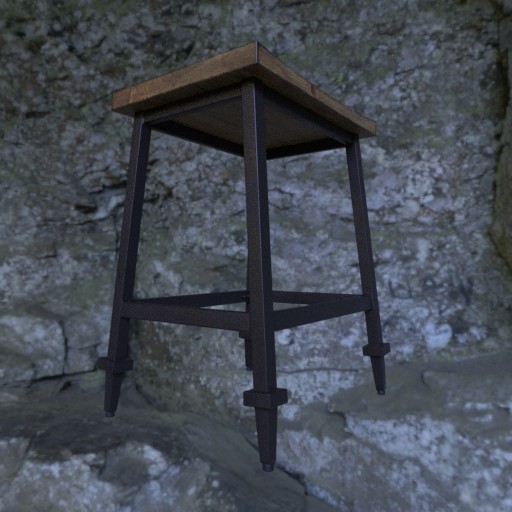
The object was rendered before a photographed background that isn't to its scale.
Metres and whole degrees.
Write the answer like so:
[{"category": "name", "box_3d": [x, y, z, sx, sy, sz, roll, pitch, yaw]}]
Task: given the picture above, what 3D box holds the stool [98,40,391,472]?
[{"category": "stool", "box_3d": [0.000, 0.000, 0.936, 0.405, 0.625, 0.486, 0, -1, 36]}]
